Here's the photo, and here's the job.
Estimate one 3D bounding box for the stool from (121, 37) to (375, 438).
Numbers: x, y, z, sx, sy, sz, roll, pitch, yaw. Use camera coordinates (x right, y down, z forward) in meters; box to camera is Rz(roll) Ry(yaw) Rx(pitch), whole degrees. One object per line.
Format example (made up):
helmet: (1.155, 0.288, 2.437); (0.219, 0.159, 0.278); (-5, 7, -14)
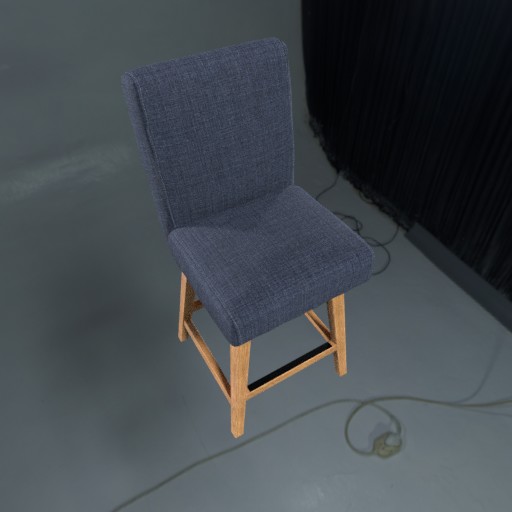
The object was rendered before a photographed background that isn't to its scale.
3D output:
stool: (0.000, 0.000, 1.301); (0.459, 1.010, 0.526); (-23, 51, -21)
